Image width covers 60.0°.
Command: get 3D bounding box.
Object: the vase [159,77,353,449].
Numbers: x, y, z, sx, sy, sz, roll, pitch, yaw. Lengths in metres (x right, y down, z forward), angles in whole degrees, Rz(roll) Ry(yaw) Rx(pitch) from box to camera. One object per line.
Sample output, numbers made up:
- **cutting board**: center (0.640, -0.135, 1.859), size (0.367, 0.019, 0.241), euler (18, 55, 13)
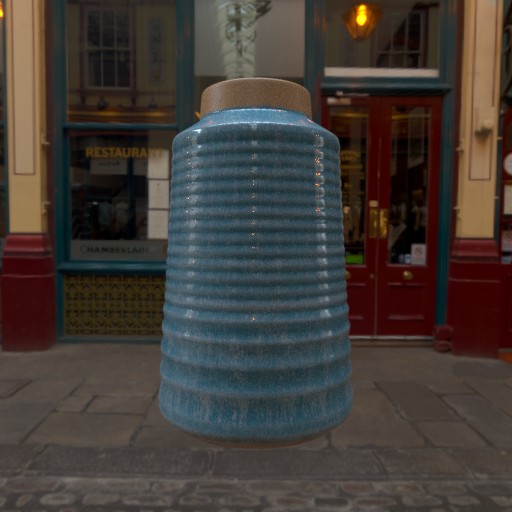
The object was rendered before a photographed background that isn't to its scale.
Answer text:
- **vase**: center (0.000, 0.000, 0.376), size (0.163, 0.267, 0.163), euler (0, 2, 0)
